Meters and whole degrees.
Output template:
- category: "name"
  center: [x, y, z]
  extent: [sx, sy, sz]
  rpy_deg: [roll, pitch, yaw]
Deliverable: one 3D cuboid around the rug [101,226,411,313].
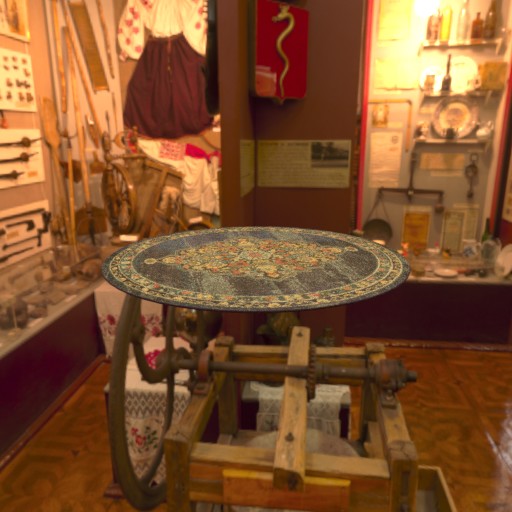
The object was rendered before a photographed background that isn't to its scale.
- category: "rug"
  center: [0.000, 0.000, 2.405]
  extent: [1.591, 0.010, 1.591]
  rpy_deg: [0, 15, 0]
